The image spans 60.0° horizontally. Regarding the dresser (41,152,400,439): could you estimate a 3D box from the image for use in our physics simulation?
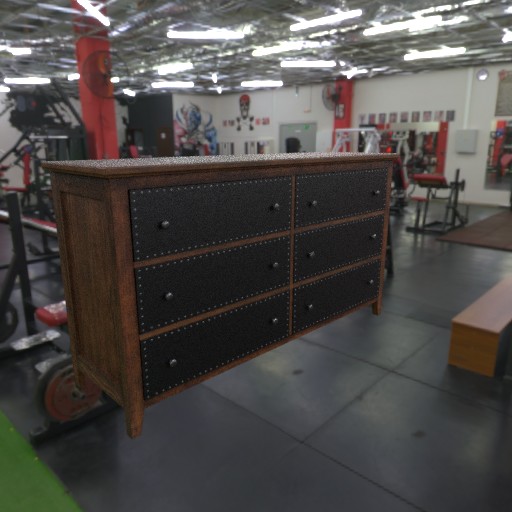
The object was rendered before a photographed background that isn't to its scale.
[{"bbox_3d":[0.000,0.000,1.951,1.551,0.856,0.463,-14,20,-42],"label":"dresser"}]
